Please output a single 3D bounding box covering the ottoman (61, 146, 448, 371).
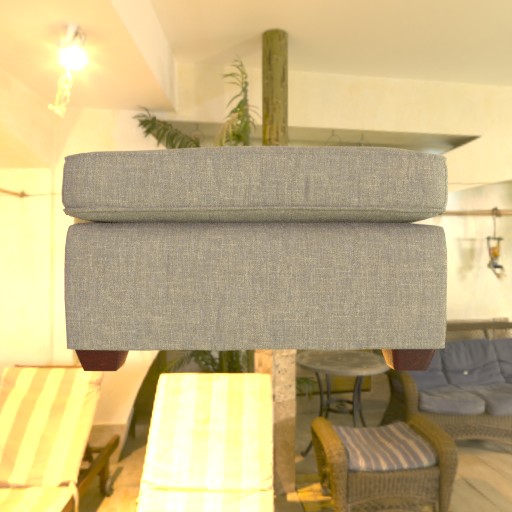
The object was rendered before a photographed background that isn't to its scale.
[{"bbox_3d":[0.000,0.000,1.091,0.762,0.457,0.559,0,-1,-1],"label":"ottoman"}]
